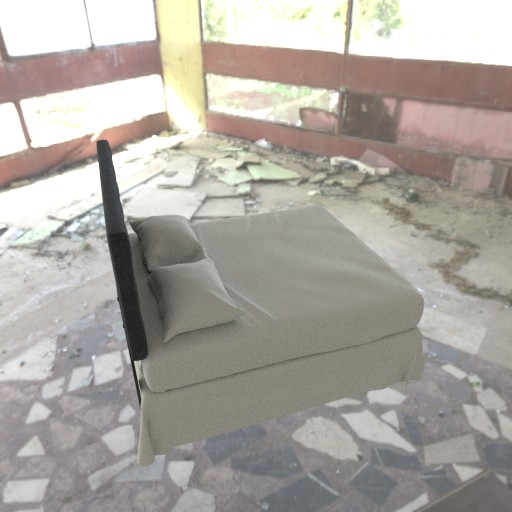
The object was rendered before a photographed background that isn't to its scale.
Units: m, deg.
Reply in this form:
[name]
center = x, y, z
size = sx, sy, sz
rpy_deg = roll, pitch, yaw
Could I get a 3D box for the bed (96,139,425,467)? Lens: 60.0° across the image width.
[bed]
center = 0.000, 0.000, 3.447
size = 2.222, 1.577, 1.936
rpy_deg = -10, 33, -16
